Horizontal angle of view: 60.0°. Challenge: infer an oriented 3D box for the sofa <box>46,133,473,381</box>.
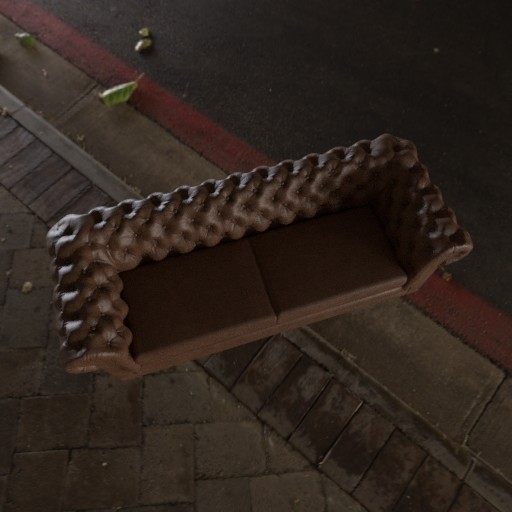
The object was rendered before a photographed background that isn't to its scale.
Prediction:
[{"bbox_3d":[0.000,0.000,2.863,2.385,0.783,0.944,-16,65,-8],"label":"sofa"}]
